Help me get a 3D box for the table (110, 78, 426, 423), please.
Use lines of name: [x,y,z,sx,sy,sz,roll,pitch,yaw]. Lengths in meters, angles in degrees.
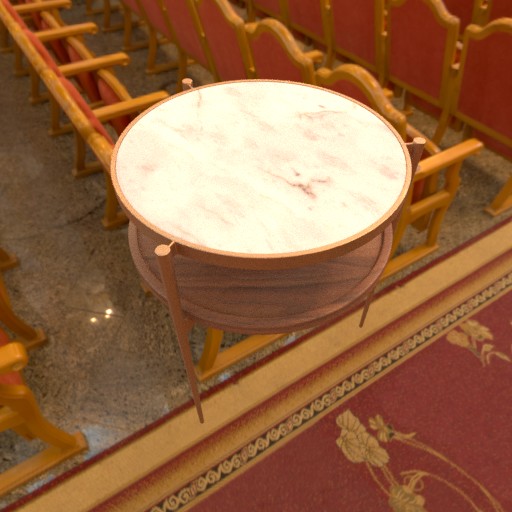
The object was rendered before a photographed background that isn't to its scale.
table: [0.000,0.000,0.823,0.430,0.493,0.456,-25,53,-21]
